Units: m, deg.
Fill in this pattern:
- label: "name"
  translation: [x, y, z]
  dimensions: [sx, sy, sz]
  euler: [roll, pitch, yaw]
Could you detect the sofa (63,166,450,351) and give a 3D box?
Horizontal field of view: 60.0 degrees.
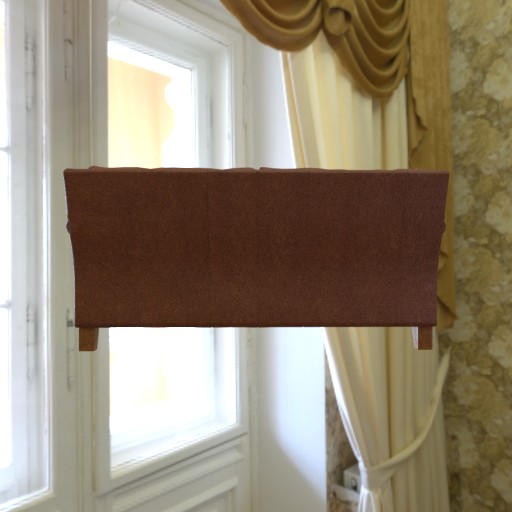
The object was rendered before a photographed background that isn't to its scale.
- label: "sofa"
  translation: [0.000, 0.000, 2.875]
  dimensions: [2.144, 1.071, 1.147]
  euler: [0, 0, -1]
